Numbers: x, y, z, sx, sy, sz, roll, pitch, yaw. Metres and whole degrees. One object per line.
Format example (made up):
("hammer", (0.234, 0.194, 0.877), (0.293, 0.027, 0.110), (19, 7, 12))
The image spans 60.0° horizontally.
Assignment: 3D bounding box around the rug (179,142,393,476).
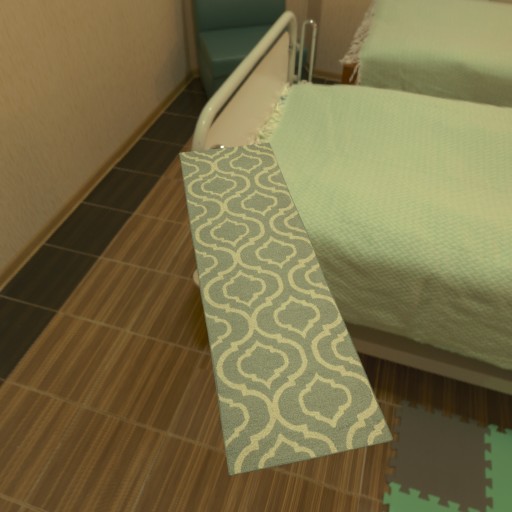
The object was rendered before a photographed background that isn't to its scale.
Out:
("rug", (0.000, 0.000, 2.532), (0.684, 0.009, 2.275), (-9, 47, -8))
